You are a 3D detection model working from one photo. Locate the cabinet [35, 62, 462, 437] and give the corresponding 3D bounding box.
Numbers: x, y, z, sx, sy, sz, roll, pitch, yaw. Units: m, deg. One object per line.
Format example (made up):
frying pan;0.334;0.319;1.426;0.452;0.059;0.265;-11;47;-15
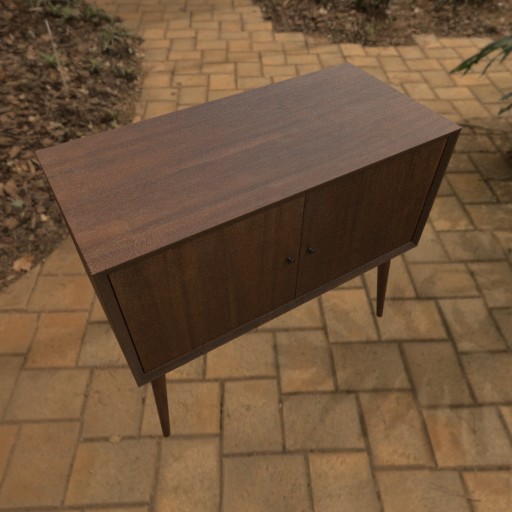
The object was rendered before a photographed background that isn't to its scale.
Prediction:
cabinet;0.000;0.000;1.087;0.743;0.654;0.354;-24;51;-21
